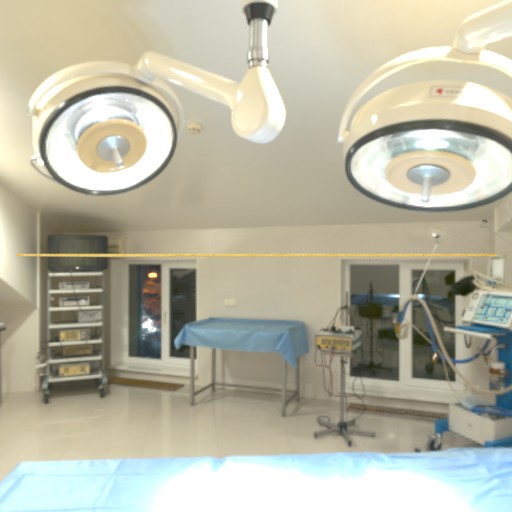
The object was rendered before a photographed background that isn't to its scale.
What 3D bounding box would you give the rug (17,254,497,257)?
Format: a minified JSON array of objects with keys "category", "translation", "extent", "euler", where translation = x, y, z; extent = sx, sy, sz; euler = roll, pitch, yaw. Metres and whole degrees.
[{"category":"rug","translation":[0.000,0.000,4.235],"extent":[3.242,0.015,2.486],"euler":[0,0,-1]}]
